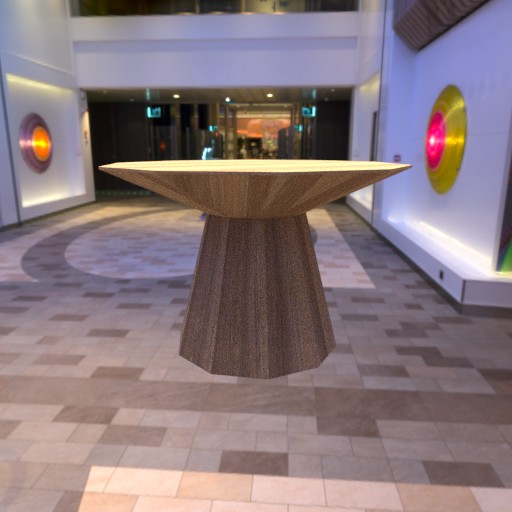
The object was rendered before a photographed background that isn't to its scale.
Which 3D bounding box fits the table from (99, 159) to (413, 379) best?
[{"bbox_3d":[0.000,0.000,1.847,1.186,0.752,1.186,0,14,0],"label":"table"}]
